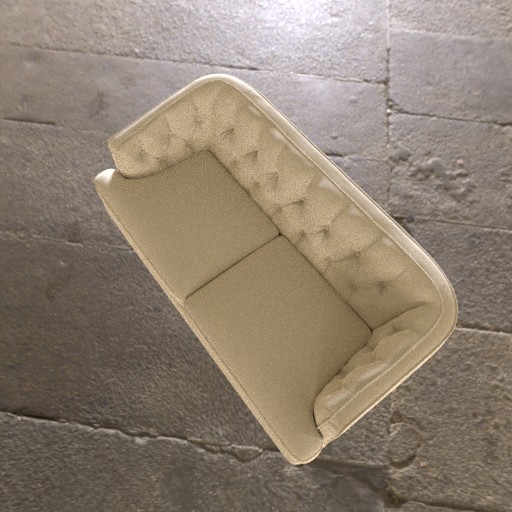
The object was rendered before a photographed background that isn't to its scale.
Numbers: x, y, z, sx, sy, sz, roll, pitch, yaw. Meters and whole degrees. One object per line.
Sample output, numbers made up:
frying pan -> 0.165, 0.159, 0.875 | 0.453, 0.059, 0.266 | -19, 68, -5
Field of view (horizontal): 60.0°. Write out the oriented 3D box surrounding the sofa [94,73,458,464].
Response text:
sofa -> 0.000, 0.000, 2.217 | 0.941, 0.855, 1.733 | -34, 69, -16
